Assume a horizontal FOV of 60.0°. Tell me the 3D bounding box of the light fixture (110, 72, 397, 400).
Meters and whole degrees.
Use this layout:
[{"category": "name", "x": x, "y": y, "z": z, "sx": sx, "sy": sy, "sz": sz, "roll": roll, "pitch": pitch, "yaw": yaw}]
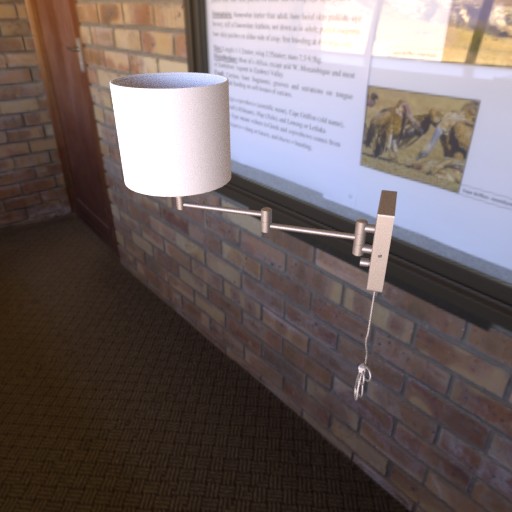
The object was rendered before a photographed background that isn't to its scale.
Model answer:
[{"category": "light fixture", "x": 0.000, "y": 0.000, "z": 0.890, "sx": 0.516, "sy": 0.651, "sz": 0.203, "roll": 9, "pitch": 30, "yaw": 15}]
